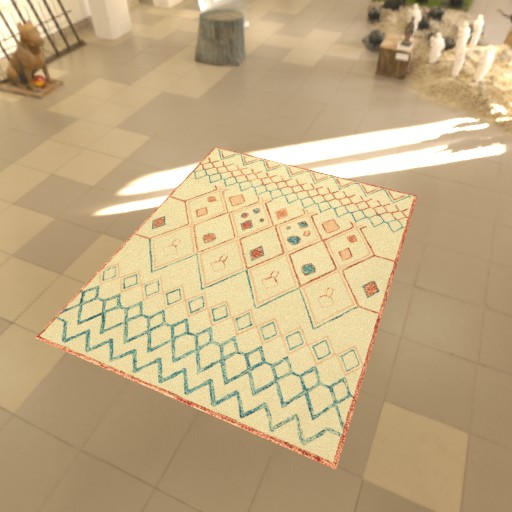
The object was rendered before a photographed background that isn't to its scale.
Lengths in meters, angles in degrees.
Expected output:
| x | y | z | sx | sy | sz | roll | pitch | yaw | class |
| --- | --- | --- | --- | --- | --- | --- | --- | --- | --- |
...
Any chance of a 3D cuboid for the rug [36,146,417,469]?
| x | y | z | sx | sy | sz | roll | pitch | yaw | class |
| --- | --- | --- | --- | --- | --- | --- | --- | --- | --- |
| 0.000 | 0.000 | 4.113 | 2.441 | 0.016 | 3.050 | 17 | 48 | 16 | rug |
